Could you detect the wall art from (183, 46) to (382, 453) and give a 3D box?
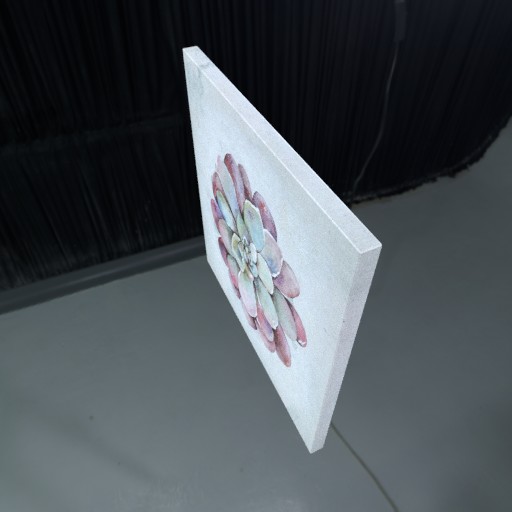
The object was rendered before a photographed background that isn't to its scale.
[{"bbox_3d":[0.000,0.000,1.126,0.041,0.762,0.762,-19,49,-17],"label":"wall art"}]
